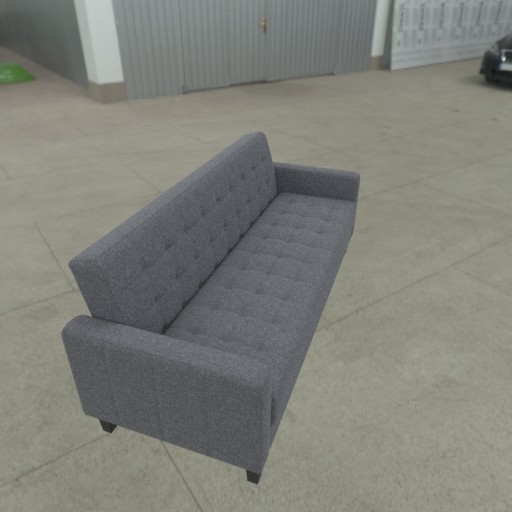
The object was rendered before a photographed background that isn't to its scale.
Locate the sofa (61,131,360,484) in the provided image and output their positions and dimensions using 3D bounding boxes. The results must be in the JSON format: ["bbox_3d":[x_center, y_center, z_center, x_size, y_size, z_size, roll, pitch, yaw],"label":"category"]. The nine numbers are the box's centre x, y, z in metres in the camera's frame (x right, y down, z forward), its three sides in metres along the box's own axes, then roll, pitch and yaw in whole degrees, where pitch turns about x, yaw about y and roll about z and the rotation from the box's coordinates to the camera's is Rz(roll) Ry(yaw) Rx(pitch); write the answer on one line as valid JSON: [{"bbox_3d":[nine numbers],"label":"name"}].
[{"bbox_3d":[0.000,0.000,2.392,0.810,0.850,2.040,11,33,17],"label":"sofa"}]
